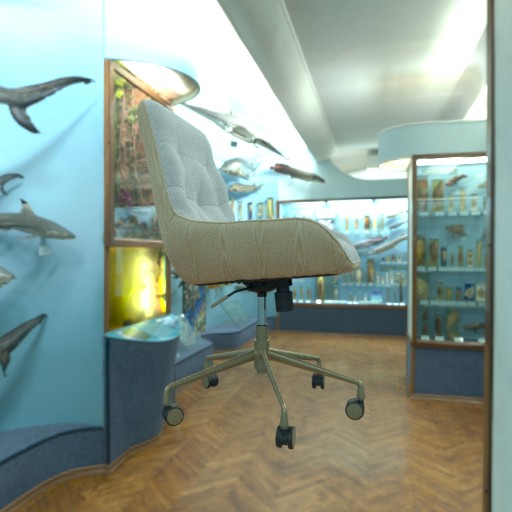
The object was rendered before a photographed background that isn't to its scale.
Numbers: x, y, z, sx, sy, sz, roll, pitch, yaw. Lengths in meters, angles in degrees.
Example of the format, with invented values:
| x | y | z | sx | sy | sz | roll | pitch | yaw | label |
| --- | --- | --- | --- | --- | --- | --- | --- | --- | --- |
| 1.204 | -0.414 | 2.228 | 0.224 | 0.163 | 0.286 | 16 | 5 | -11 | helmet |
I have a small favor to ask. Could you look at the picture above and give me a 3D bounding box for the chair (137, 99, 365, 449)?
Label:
| x | y | z | sx | sy | sz | roll | pitch | yaw | label |
| --- | --- | --- | --- | --- | --- | --- | --- | --- | --- |
| 0.000 | 0.000 | 1.391 | 0.668 | 0.952 | 0.564 | 0 | 0 | 17 | chair |
